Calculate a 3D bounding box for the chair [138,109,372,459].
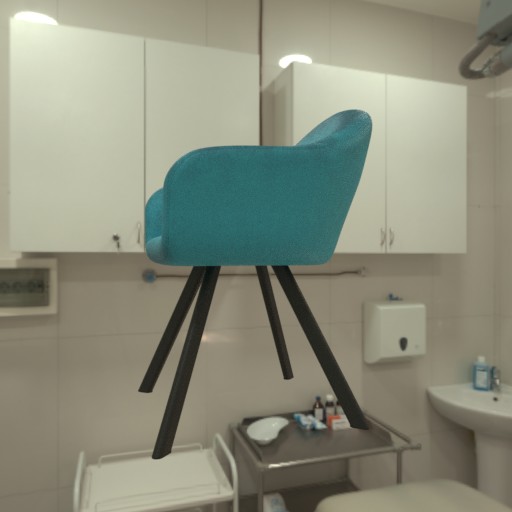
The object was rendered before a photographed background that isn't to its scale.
[{"bbox_3d":[0.000,0.000,1.156,0.570,0.780,0.540,0,0,-18],"label":"chair"}]
